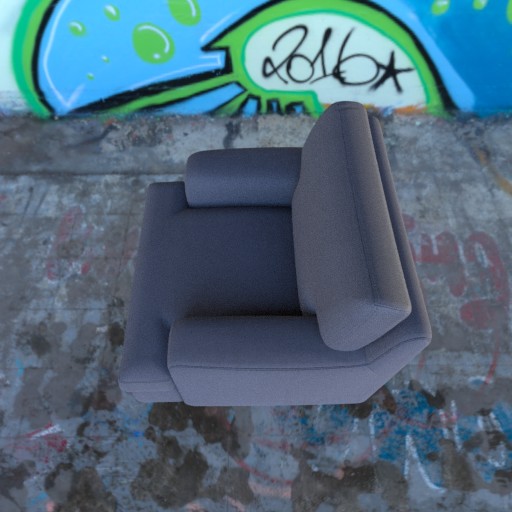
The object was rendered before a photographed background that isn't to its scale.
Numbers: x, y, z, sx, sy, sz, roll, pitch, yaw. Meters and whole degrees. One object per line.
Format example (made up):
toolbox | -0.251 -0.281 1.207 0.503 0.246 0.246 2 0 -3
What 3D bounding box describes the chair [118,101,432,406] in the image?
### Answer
chair | 0.000 0.000 1.982 1.143 0.940 1.168 -1 57 -1
